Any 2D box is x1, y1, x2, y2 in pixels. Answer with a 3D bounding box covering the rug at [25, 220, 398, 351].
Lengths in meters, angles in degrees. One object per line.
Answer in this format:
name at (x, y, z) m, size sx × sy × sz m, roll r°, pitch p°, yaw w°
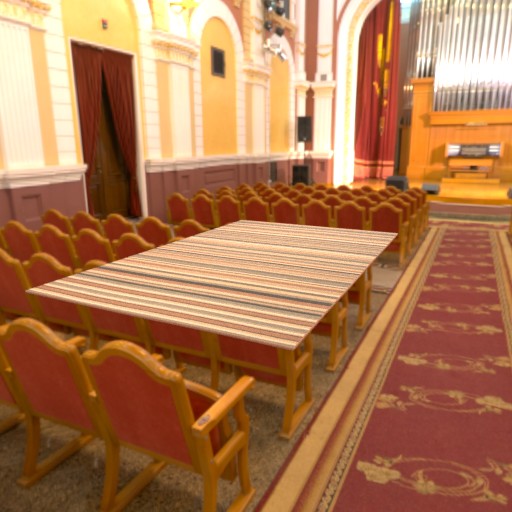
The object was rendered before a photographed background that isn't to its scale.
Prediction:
rug at (0.000, 0.000, 3.070) m, size 1.523 × 0.014 × 2.438 m, roll 7°, pitch 16°, yaw 25°
